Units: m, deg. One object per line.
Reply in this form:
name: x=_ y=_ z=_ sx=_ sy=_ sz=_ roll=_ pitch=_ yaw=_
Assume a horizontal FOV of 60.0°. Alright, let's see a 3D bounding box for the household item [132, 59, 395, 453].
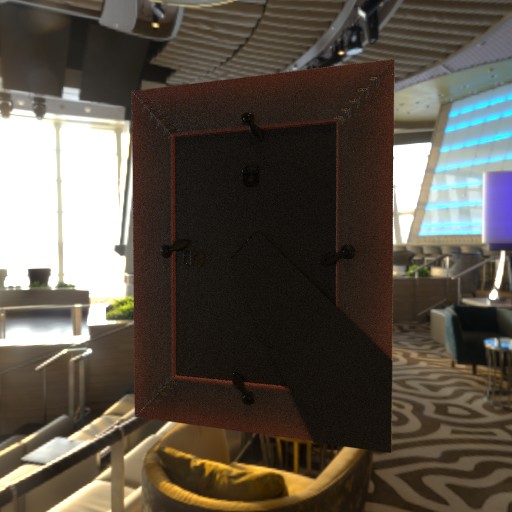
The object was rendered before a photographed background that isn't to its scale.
household item: x=0.000 y=0.000 z=0.278 sx=0.165 sy=0.216 sz=0.025 roll=0 pitch=2 yaw=18
